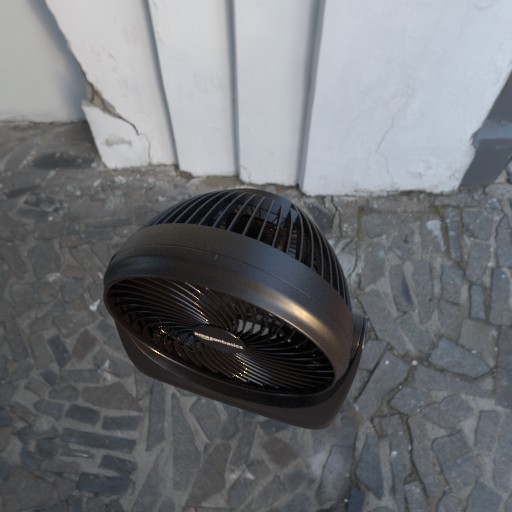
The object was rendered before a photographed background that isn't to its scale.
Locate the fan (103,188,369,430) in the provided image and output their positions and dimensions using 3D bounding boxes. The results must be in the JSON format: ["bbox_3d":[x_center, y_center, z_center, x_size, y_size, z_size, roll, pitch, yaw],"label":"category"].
[{"bbox_3d":[0.000,0.000,0.486,0.273,0.277,0.256,15,58,10],"label":"fan"}]
